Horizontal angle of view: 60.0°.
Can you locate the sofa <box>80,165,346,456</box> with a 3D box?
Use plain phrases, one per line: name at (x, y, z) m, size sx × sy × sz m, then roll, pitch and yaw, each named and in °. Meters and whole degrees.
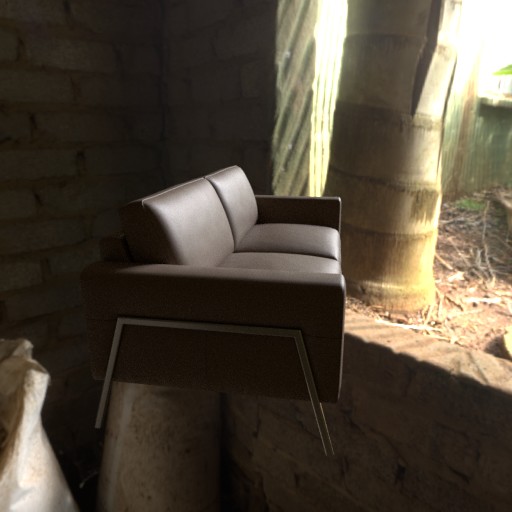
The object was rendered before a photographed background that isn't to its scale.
sofa at (0.000, 0.000, 2.493) m, size 0.953 × 0.875 × 2.017 m, roll 3°, pitch 16°, yaw 10°
